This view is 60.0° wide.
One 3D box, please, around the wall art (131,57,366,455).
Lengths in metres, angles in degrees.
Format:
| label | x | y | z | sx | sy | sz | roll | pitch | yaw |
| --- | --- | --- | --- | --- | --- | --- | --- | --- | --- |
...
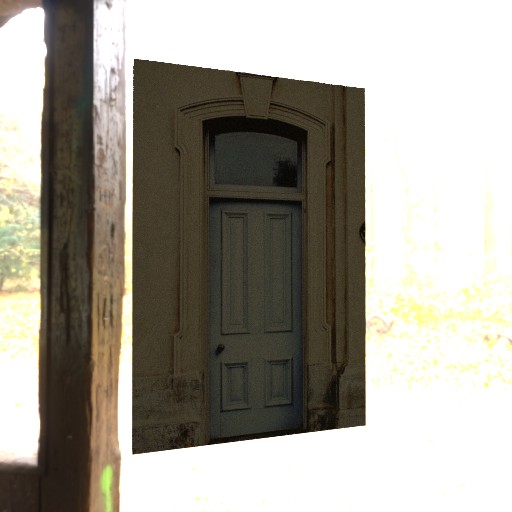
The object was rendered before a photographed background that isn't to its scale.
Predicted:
| label | x | y | z | sx | sy | sz | roll | pitch | yaw |
| --- | --- | --- | --- | --- | --- | --- | --- | --- | --- |
| wall art | 0.000 | 0.000 | 0.944 | 0.508 | 0.764 | 0.038 | 0 | -1 | -17 |
